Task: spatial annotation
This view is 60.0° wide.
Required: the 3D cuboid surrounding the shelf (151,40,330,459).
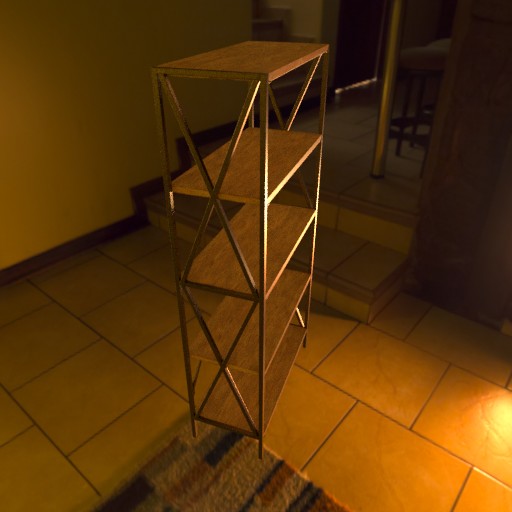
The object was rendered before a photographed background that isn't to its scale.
[{"bbox_3d":[0.000,0.000,2.156,0.386,1.803,0.874,11,33,17],"label":"shelf"}]
